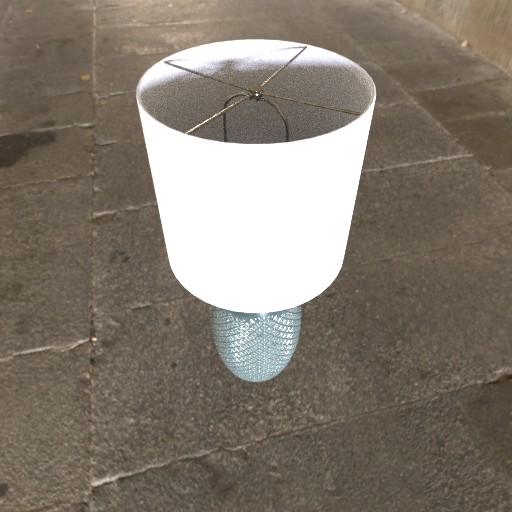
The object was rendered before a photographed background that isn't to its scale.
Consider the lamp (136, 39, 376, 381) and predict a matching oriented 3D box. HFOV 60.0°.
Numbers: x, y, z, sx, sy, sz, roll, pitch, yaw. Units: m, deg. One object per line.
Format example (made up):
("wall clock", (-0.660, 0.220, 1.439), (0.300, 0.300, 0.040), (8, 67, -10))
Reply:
("lamp", (0.000, 0.000, 0.568), (0.217, 0.453, 0.217), (23, 50, 21))
